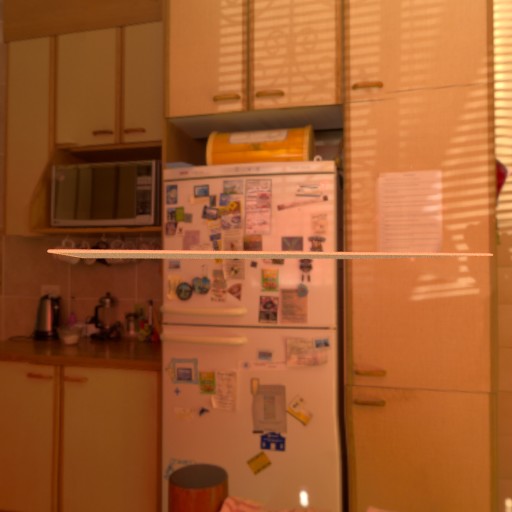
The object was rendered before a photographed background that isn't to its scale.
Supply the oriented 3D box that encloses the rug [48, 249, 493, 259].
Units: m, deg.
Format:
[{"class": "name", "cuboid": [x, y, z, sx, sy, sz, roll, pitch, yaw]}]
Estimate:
[{"class": "rug", "cuboid": [0.000, 0.000, 2.731, 2.134, 0.013, 1.524, 0, -1, -17]}]
